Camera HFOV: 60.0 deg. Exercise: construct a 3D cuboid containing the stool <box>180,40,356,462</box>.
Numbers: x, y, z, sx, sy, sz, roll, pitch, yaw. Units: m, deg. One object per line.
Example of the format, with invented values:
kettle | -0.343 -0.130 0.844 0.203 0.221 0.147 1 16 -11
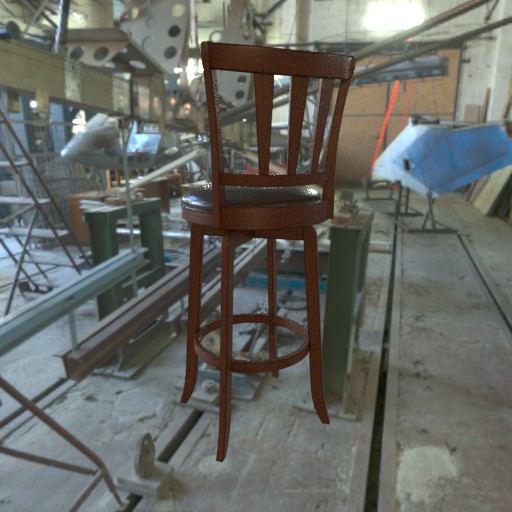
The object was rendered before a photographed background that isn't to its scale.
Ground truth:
stool | 0.000 0.000 1.430 0.464 1.177 0.503 -8 17 -27
